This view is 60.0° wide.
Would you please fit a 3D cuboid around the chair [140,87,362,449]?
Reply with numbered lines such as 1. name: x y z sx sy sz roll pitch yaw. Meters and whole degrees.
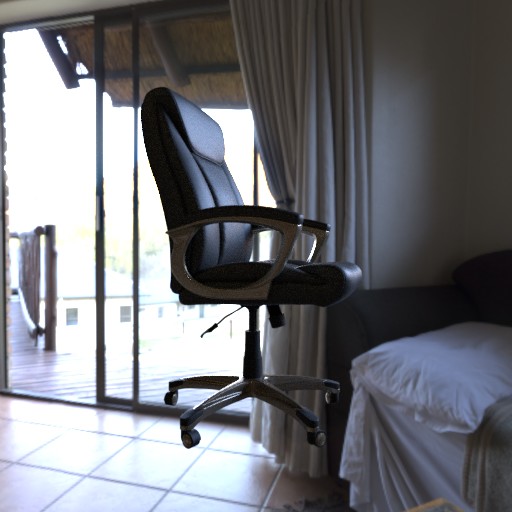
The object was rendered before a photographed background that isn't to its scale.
1. chair: 0.000 0.000 1.652 0.748 1.188 0.694 0 1 18
